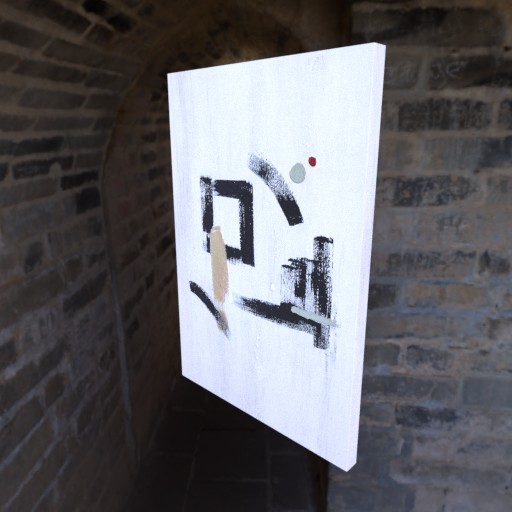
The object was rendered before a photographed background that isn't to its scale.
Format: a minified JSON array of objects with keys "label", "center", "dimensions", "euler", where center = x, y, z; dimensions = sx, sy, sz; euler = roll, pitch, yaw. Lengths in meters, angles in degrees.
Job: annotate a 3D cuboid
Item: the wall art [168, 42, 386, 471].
[{"label":"wall art","center":[0.000,0.000,1.130],"dimensions":[0.624,0.914,0.043],"euler":[14,21,42]}]
